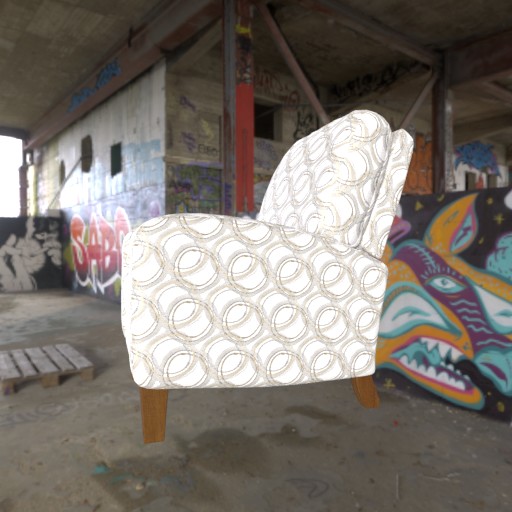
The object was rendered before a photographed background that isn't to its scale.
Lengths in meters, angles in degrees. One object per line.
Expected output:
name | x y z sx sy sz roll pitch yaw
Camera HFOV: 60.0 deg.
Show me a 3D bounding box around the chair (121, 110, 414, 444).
chair | 0.000 0.000 1.748 0.995 1.065 0.796 0 1 -19
